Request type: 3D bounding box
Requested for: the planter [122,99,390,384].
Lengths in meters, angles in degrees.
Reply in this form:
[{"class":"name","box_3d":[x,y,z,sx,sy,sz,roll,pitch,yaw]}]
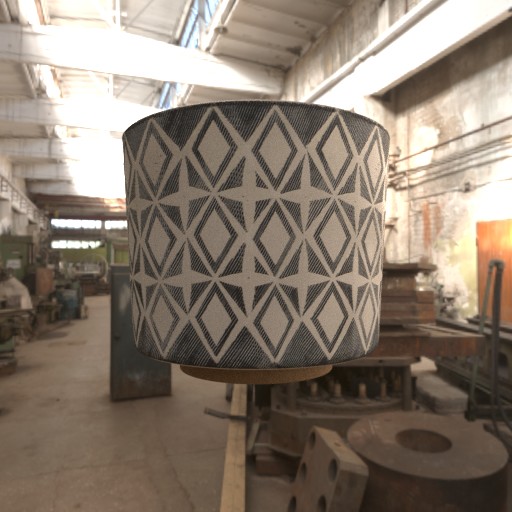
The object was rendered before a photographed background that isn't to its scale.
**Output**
[{"class":"planter","box_3d":[0.000,0.000,0.446,0.260,0.220,0.260,0,-2,0]}]
